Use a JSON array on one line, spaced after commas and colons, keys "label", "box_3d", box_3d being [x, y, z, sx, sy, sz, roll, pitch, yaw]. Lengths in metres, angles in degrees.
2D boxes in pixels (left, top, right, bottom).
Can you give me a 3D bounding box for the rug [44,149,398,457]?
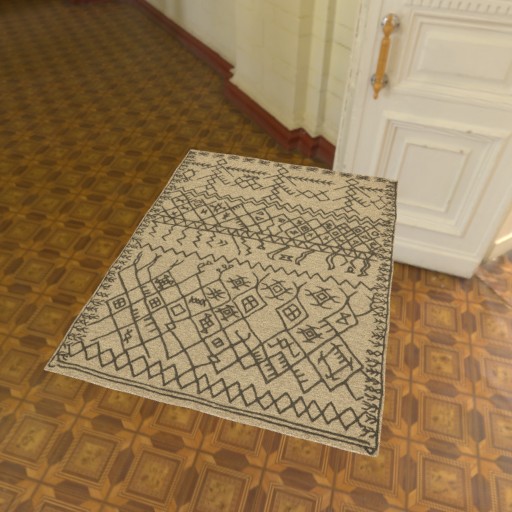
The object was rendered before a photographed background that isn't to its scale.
[{"label": "rug", "box_3d": [0.000, 0.000, 3.258, 1.964, 0.025, 2.455, 11, 47, 10]}]
